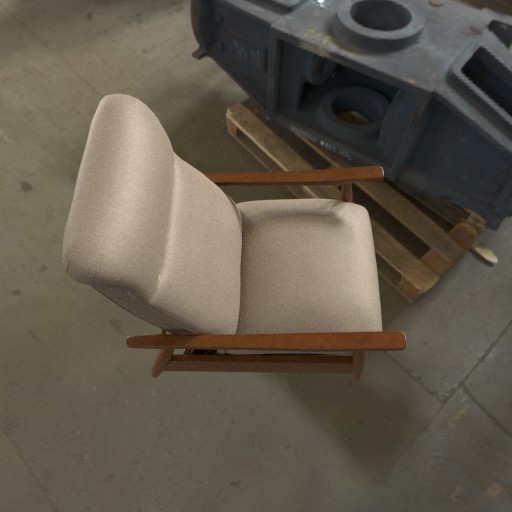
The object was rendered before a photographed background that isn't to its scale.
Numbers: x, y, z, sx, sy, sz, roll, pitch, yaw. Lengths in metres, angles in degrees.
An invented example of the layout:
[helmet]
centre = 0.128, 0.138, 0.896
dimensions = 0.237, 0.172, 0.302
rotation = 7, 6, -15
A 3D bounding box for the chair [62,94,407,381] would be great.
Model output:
[chair]
centre = 0.000, 0.000, 1.733
dimensions = 1.032, 1.082, 0.762
rotation = 1, 63, 0
